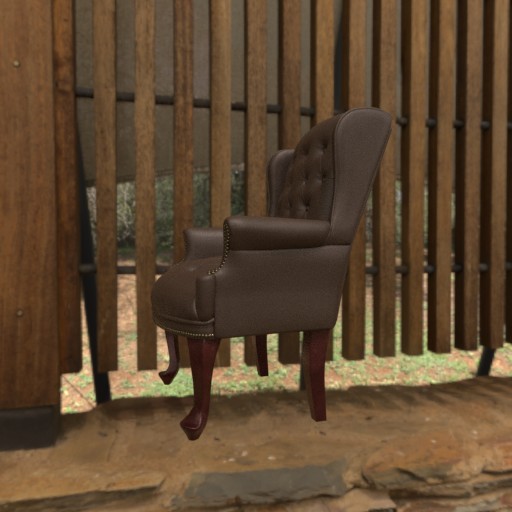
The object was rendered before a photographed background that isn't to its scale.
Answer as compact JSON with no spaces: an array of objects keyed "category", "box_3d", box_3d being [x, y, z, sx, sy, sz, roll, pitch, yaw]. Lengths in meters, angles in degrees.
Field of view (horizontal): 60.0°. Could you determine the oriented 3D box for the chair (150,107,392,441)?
[{"category":"chair","box_3d":[0.000,0.000,1.763,0.819,1.132,0.829,0,1,-19]}]
